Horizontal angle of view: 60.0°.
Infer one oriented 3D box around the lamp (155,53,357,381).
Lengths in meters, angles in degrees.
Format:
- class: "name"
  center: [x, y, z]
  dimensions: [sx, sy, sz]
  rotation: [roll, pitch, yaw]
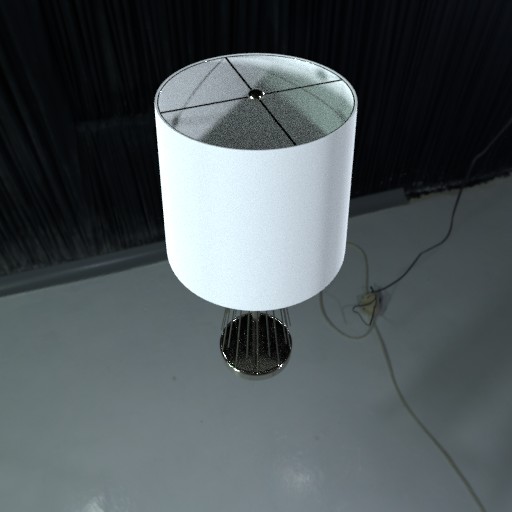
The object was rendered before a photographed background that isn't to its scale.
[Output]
- class: "lamp"
  center: [0.000, 0.000, 0.791]
  dimensions: [0.303, 0.618, 0.303]
  rotation: [0, 47, 0]
